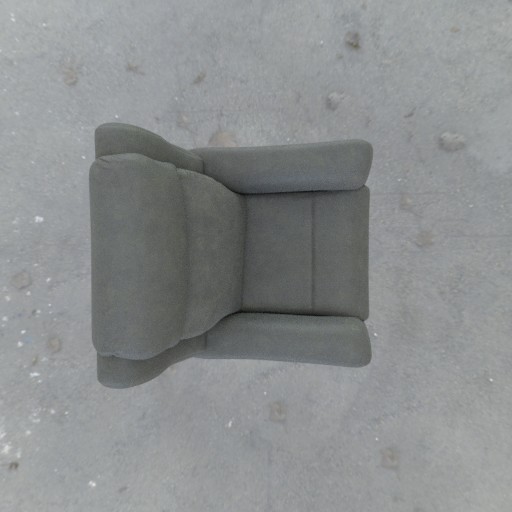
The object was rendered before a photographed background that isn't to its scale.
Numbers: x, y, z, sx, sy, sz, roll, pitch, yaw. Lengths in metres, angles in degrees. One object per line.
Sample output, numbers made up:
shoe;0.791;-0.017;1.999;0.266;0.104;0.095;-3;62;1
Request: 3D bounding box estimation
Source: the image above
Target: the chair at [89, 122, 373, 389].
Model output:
chair;0.000;0.000;1.884;1.068;1.116;0.967;0;91;0
